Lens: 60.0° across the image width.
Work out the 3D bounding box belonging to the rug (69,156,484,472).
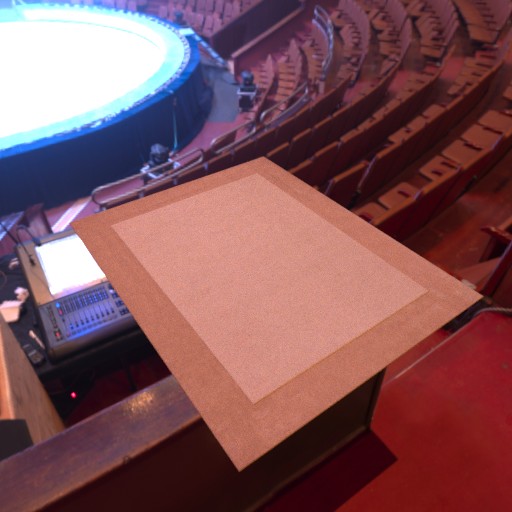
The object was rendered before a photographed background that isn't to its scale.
[{"bbox_3d":[0.000,0.000,4.061,2.438,0.014,3.048,-25,46,-27],"label":"rug"}]
